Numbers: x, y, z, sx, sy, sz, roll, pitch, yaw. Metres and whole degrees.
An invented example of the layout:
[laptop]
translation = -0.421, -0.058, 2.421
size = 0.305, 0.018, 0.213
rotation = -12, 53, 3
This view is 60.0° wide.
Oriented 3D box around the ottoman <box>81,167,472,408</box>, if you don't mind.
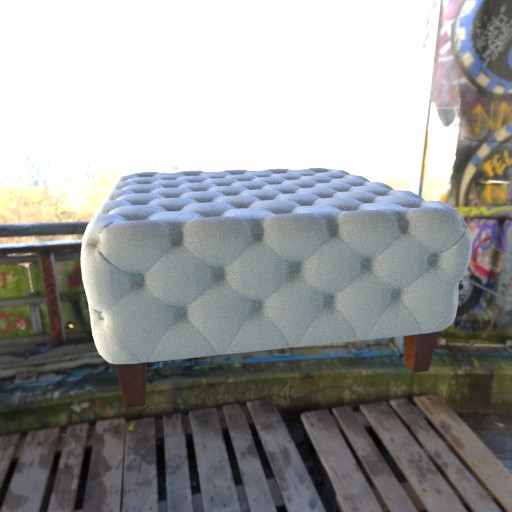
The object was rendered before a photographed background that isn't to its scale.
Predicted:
[ottoman]
translation = 0.000, 0.000, 1.176
size = 0.753, 0.376, 0.755
rotation = -4, 18, -11
